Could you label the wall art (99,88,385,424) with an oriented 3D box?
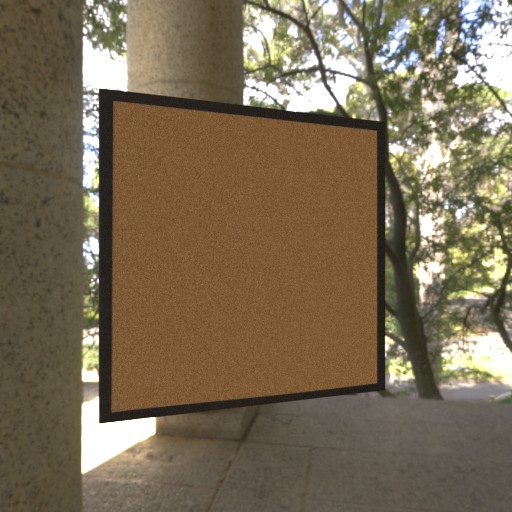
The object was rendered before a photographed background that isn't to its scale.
[{"bbox_3d":[0.000,0.000,1.039,0.695,0.691,0.029,0,0,-19],"label":"wall art"}]
